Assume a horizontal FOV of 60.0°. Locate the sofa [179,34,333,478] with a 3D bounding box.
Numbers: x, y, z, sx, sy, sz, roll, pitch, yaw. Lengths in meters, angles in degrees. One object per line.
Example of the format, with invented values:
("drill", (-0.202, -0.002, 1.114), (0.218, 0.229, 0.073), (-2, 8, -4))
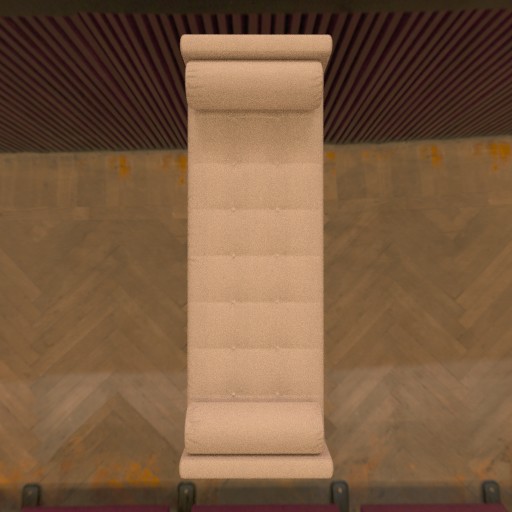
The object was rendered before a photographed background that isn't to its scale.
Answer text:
("sofa", (0.000, 0.000, 2.268), (0.686, 0.635, 1.981), (0, 89, 0))
